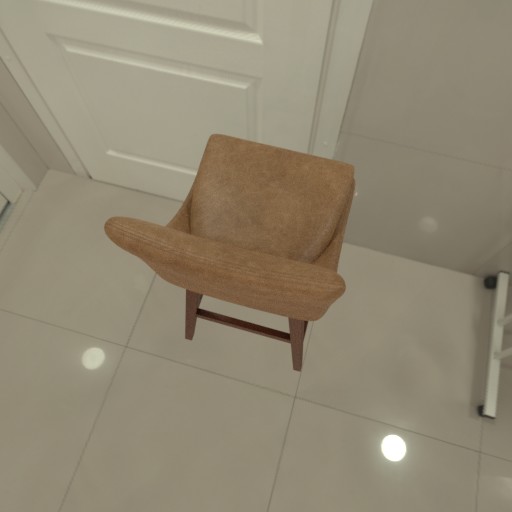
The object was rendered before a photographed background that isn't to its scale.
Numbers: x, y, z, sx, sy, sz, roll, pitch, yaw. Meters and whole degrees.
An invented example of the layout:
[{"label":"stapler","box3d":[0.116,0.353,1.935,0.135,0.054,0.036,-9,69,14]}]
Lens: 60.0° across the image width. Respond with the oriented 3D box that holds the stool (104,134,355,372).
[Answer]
[{"label":"stool","box3d":[0.000,0.000,1.382,0.487,1.079,0.572,15,67,6]}]
